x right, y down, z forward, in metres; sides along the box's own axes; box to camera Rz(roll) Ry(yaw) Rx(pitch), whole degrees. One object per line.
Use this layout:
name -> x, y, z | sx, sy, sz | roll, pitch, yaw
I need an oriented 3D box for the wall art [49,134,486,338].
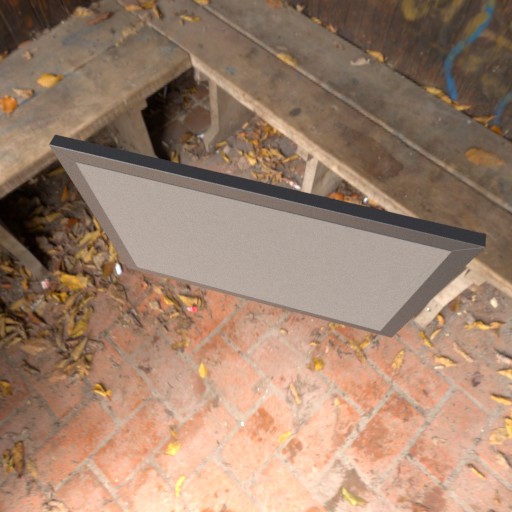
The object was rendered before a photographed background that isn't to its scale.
wall art -> 0.000, 0.000, 0.564 | 0.432, 0.306, 0.016 | 14, 65, 7
